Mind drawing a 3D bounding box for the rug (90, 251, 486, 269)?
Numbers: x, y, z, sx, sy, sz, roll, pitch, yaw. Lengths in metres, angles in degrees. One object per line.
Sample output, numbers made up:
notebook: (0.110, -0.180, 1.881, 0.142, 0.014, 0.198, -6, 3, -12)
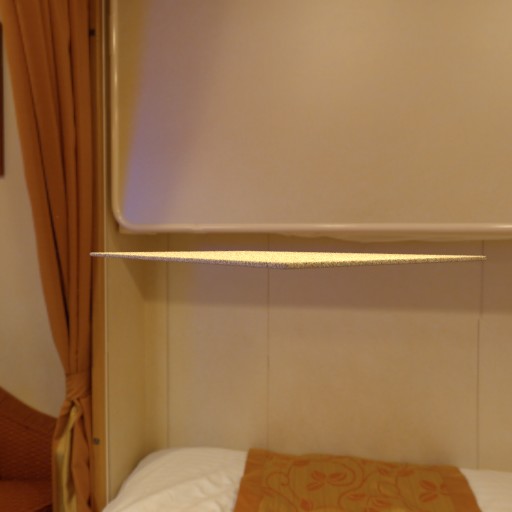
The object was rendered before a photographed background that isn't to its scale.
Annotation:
rug: (0.000, 0.000, 2.961, 1.500, 0.025, 2.349, -1, 2, -37)
